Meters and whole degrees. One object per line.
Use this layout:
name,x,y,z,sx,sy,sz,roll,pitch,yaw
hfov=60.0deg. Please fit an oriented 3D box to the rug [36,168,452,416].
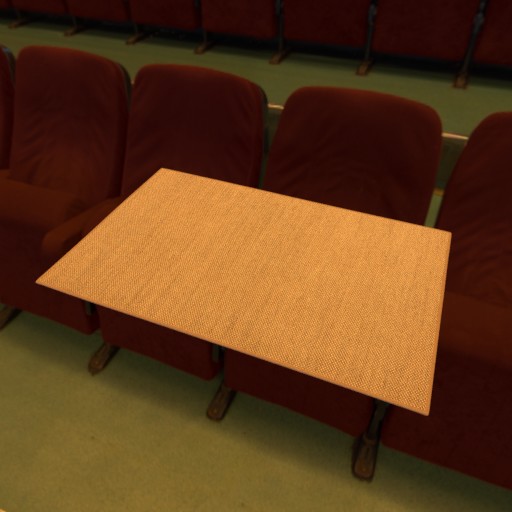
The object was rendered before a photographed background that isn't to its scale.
rug,0.000,0.000,2.071,1.668,0.012,1.061,15,43,17
